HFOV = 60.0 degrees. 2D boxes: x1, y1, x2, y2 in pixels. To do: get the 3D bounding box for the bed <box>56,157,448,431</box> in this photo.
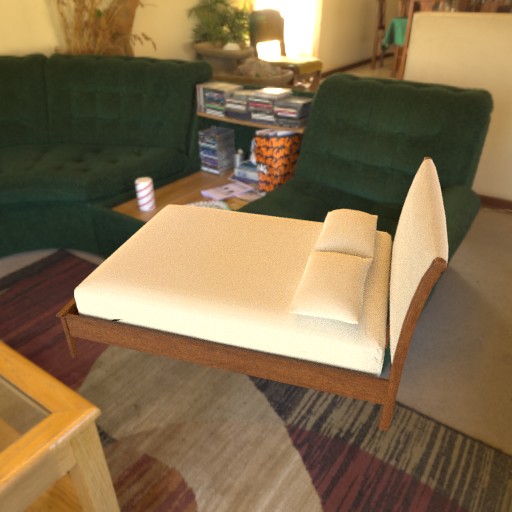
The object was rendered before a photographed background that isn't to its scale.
[{"bbox_3d":[0.000,0.000,3.301,2.380,1.250,1.612,9,32,14],"label":"bed"}]
